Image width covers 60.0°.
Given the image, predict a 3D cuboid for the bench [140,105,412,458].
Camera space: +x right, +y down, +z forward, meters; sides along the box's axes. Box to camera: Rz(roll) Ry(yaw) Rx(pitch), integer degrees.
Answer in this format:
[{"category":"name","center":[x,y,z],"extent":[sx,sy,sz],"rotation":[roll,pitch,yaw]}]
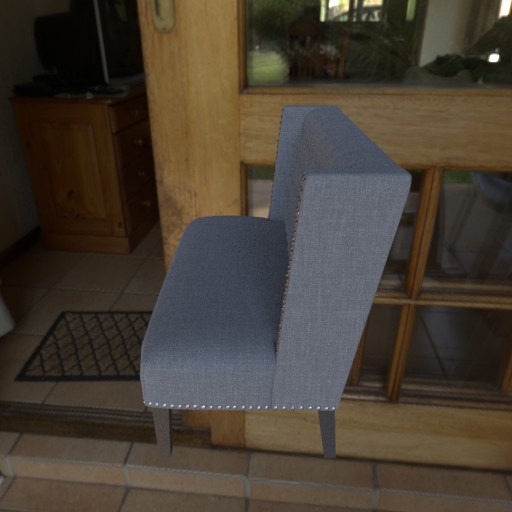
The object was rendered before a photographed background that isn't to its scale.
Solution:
[{"category":"bench","center":[0.000,0.000,1.989],"extent":[0.842,1.121,1.276],"rotation":[0,27,0]}]
